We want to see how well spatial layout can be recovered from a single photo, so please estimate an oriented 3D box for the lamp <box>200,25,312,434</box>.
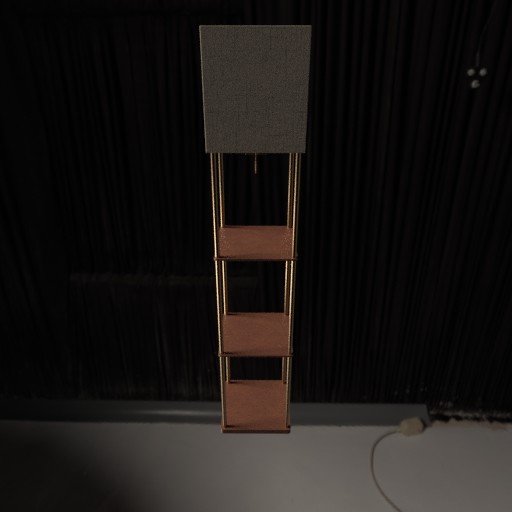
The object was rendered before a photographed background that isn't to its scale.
[{"bbox_3d":[0.000,0.000,1.706,0.308,1.569,0.310,0,27,0],"label":"lamp"}]
